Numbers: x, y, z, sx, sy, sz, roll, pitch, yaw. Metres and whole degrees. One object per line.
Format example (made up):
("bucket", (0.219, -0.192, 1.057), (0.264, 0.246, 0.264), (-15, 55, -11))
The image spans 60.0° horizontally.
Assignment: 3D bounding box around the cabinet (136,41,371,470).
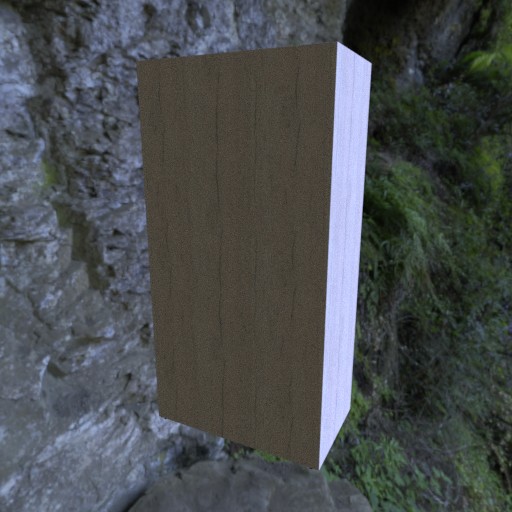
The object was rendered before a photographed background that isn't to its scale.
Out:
("cabinet", (0.000, 0.000, 2.382), (0.980, 1.930, 0.580), (7, 17, 26))
